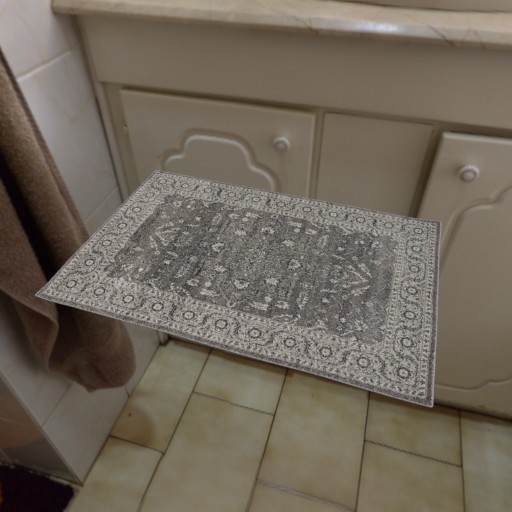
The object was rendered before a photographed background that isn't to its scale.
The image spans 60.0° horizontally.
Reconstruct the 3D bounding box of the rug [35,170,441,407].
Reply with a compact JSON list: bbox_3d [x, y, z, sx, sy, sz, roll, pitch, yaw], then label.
[{"bbox_3d":[0.000,0.000,2.320,1.828,0.019,1.209,13,44,14],"label":"rug"}]
